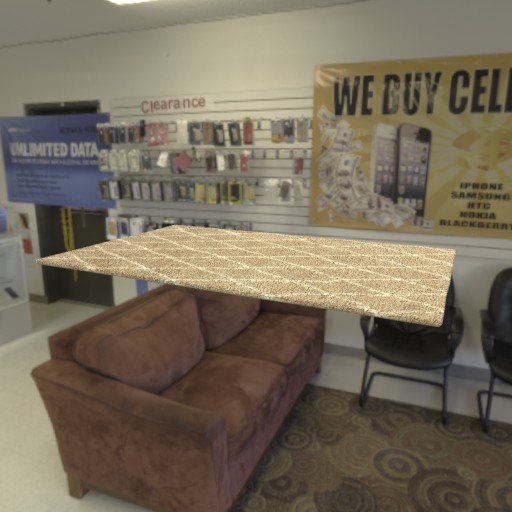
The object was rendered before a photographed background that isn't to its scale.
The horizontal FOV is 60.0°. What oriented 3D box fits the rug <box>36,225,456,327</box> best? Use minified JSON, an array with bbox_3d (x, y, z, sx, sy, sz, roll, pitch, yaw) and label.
[{"bbox_3d":[0.000,0.000,3.011,2.438,0.030,1.524,6,15,25],"label":"rug"}]
